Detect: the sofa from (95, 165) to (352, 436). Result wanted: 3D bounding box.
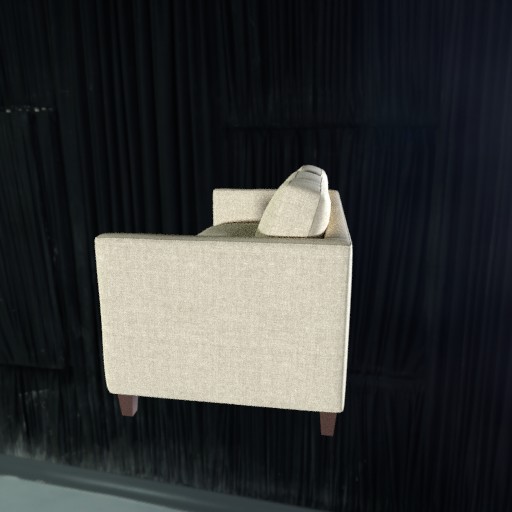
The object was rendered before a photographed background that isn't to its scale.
[{"bbox_3d":[0.000,0.000,2.481,0.950,0.963,1.884,2,14,8],"label":"sofa"}]
